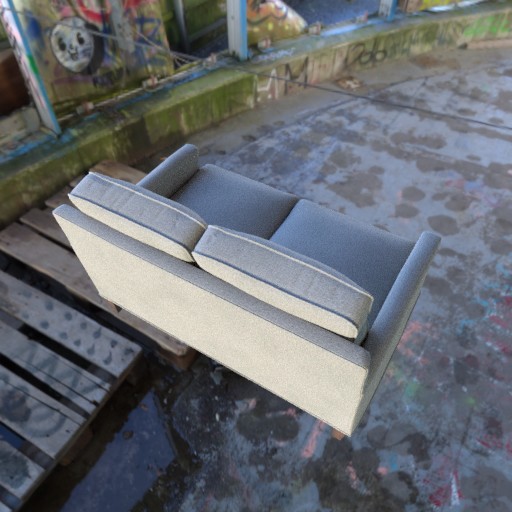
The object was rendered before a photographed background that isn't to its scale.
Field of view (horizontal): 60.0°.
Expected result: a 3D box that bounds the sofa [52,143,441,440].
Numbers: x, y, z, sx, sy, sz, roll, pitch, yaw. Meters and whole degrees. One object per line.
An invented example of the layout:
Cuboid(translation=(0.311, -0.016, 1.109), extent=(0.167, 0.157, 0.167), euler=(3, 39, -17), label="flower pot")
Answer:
Cuboid(translation=(0.000, 0.000, 2.277), extent=(1.597, 1.003, 1.084), euler=(24, 51, 21), label="sofa")
